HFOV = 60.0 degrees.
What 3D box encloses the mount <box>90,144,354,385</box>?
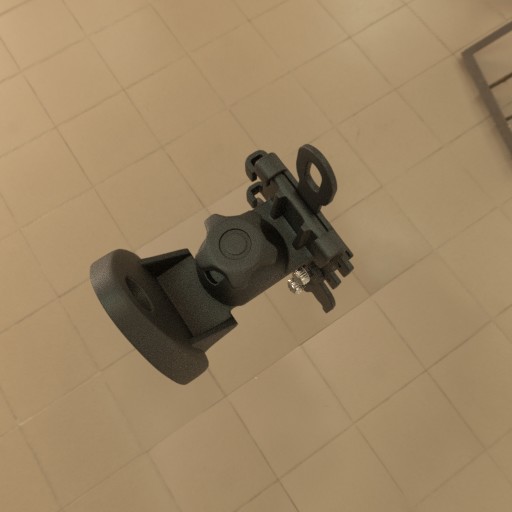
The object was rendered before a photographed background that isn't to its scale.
[{"bbox_3d":[0.000,0.000,0.177,0.100,0.118,0.066,-33,77,-9],"label":"mount"}]
